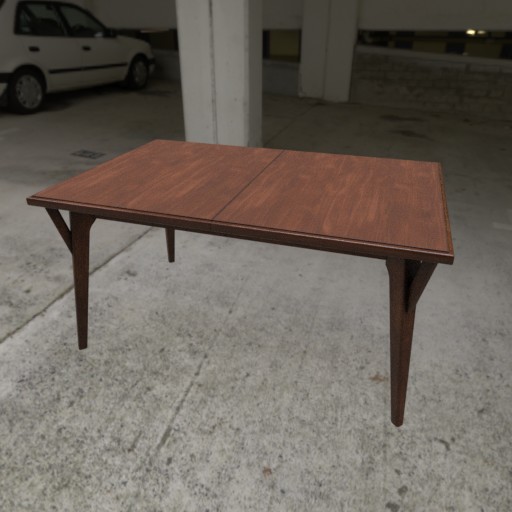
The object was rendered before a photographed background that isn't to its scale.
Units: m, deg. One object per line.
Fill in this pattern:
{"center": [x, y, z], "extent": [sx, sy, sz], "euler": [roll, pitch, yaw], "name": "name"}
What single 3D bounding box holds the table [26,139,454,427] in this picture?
{"center": [0.000, 0.000, 2.072], "extent": [1.524, 0.761, 0.990], "euler": [9, 29, 16], "name": "table"}
